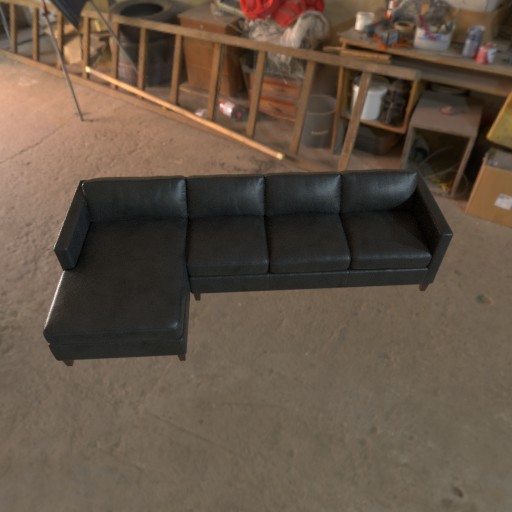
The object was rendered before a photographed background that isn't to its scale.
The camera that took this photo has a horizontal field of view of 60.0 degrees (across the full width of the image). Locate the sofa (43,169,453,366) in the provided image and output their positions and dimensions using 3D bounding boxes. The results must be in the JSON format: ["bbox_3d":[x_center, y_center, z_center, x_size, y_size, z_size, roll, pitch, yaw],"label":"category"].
[{"bbox_3d":[0.000,0.000,3.828,3.203,0.883,1.581,-2,45,-2],"label":"sofa"}]
